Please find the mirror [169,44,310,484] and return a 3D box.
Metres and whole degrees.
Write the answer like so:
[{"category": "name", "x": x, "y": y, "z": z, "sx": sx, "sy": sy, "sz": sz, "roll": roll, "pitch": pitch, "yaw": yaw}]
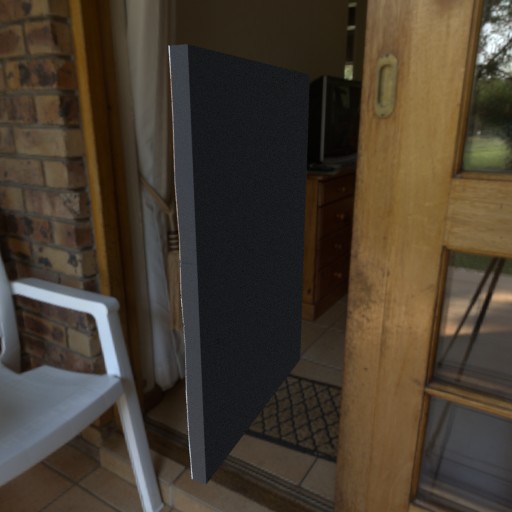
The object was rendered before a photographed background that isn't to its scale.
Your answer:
[{"category": "mirror", "x": 0.000, "y": 0.000, "z": 1.140, "sx": 0.044, "sy": 0.912, "sz": 0.606, "roll": 8, "pitch": 19, "yaw": 25}]
